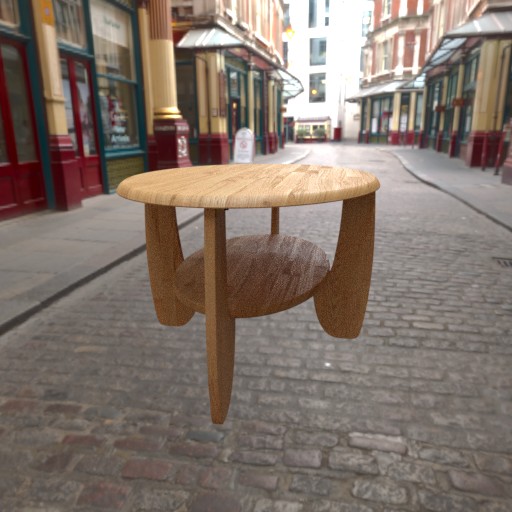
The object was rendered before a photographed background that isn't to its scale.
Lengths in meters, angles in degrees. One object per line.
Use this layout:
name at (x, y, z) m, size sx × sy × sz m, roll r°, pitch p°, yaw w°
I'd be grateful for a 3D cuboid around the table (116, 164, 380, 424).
table at (0.000, 0.000, 1.342) m, size 0.690 × 0.490 × 1.040 m, roll 3°, pitch 15°, yaw 9°
